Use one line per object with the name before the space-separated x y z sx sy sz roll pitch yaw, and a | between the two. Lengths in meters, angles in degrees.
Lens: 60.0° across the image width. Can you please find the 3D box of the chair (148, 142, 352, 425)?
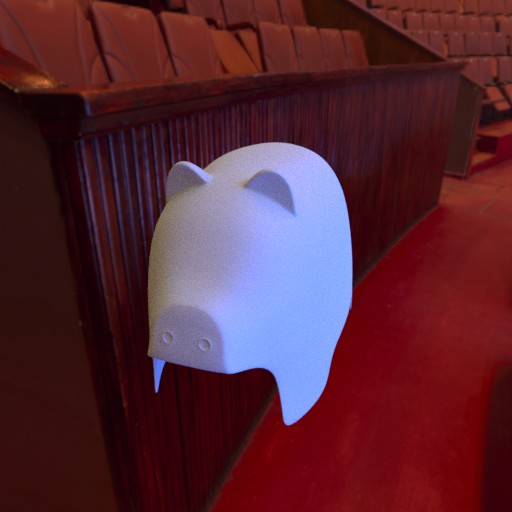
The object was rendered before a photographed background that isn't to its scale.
chair | 0.000 0.000 0.868 0.364 0.423 0.619 8 26 16
